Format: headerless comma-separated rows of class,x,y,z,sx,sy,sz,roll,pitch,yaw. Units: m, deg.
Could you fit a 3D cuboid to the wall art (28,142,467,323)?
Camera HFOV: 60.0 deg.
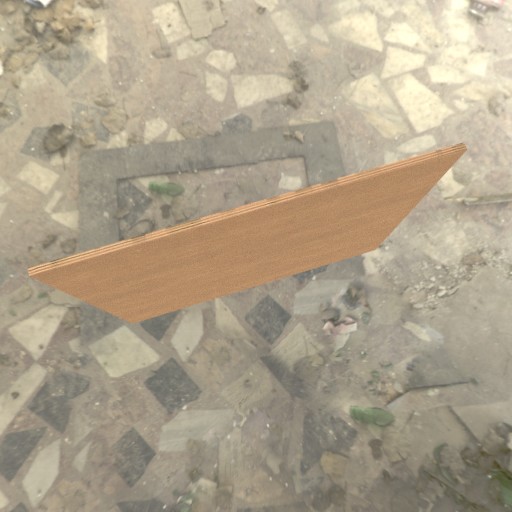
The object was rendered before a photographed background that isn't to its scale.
wall art,0.000,0.000,0.688,0.508,0.408,0.010,-17,75,-5
